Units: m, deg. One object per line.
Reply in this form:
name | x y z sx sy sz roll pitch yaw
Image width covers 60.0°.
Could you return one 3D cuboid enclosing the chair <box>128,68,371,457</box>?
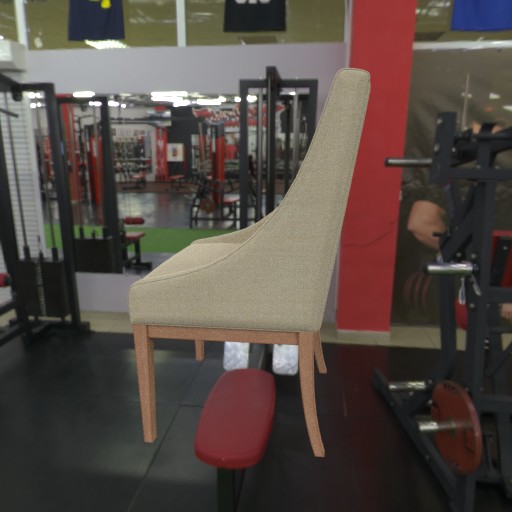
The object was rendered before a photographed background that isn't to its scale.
chair | 0.000 0.000 1.400 0.611 1.021 0.575 2 14 9
